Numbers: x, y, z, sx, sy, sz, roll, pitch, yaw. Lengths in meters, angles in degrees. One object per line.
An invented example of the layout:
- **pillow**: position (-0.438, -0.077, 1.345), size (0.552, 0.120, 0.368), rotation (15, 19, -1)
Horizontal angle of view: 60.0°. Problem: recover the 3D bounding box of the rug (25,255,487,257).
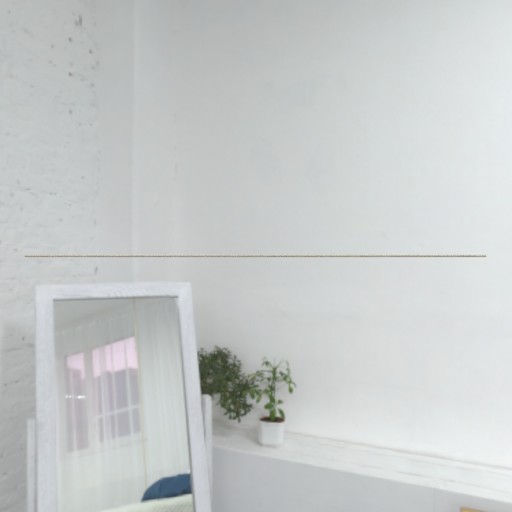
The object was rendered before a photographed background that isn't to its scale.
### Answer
- **rug**: position (0.000, 0.000, 2.943), size (2.286, 0.011, 1.524), rotation (0, 0, 1)
